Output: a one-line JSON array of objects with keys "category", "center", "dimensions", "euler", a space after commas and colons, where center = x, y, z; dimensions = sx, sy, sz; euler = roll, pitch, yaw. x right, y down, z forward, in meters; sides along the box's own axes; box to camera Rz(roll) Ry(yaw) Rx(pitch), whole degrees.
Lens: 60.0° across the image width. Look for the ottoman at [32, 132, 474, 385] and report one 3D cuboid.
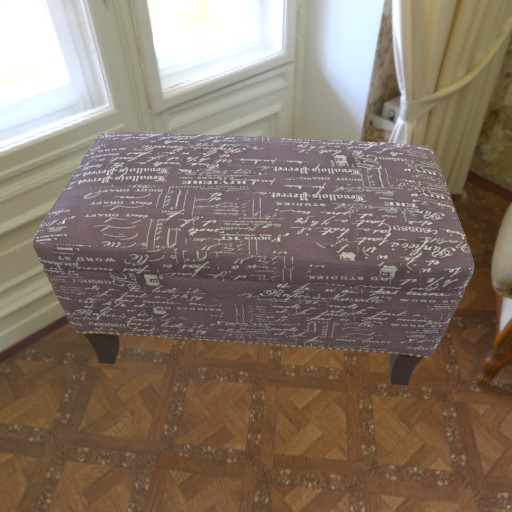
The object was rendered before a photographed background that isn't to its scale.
[{"category": "ottoman", "center": [0.000, 0.000, 1.060], "dimensions": [0.813, 0.457, 0.406], "euler": [3, 46, 3]}]
